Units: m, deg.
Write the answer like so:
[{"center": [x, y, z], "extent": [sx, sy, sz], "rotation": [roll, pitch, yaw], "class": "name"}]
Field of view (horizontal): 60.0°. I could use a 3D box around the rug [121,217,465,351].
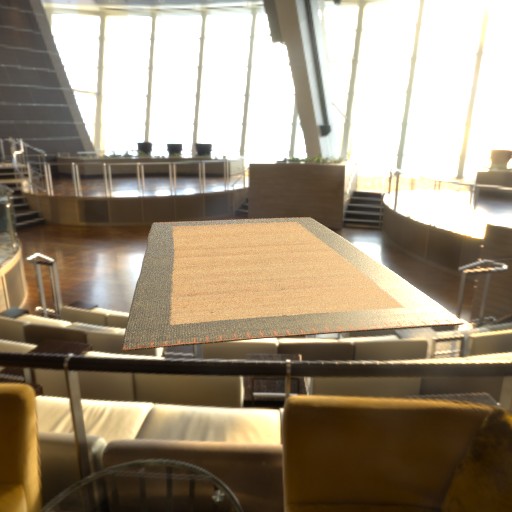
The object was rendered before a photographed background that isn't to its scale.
[{"center": [0.000, 0.000, 3.012], "extent": [1.521, 0.006, 2.435], "rotation": [-3, 17, -9], "class": "rug"}]
